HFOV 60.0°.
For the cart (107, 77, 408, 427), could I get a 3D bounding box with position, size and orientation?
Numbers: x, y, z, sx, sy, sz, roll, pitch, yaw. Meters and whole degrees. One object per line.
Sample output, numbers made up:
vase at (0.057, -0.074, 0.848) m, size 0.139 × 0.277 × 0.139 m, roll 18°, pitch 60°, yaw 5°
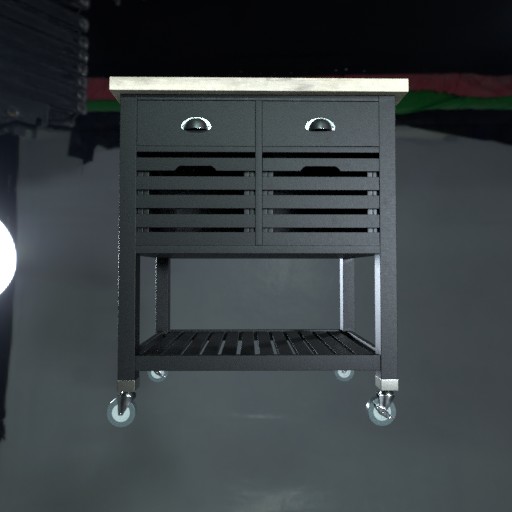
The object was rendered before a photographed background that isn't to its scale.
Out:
cart at (0.000, 0.000, 1.434) m, size 0.797 × 0.920 × 0.567 m, roll 0°, pitch -2°, yaw -1°
